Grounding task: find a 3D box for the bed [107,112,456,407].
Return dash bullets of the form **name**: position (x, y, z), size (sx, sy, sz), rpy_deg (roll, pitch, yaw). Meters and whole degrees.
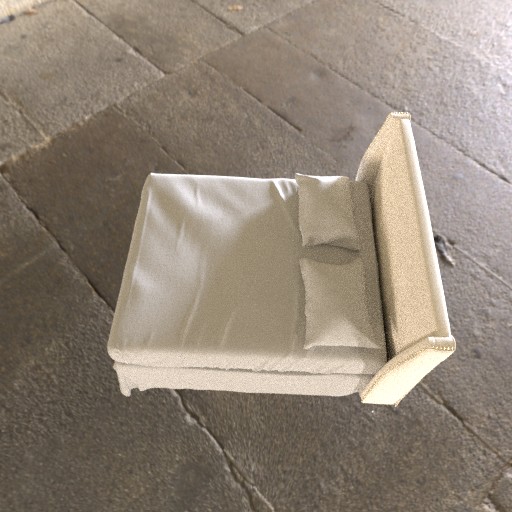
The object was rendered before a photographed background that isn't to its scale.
- **bed**: position (0.000, 0.000, 3.457), size (2.276, 1.332, 1.925), rpy_deg (2, 58, 1)
